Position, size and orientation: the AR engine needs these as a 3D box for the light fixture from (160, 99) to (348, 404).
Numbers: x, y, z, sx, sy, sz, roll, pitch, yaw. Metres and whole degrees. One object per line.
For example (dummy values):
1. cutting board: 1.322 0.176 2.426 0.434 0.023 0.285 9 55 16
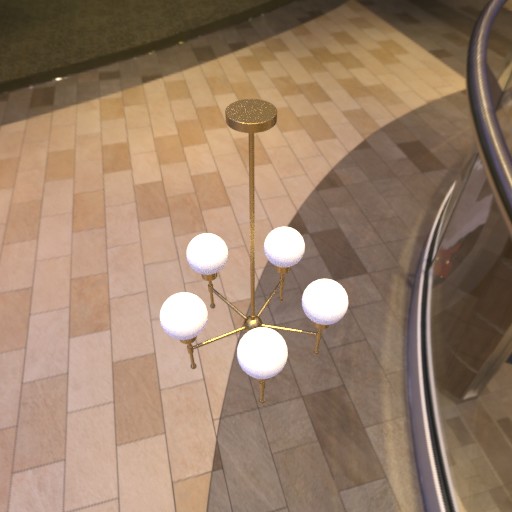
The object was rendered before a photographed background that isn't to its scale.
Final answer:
1. light fixture: 0.000 0.000 1.865 0.815 1.331 0.785 21 49 20
